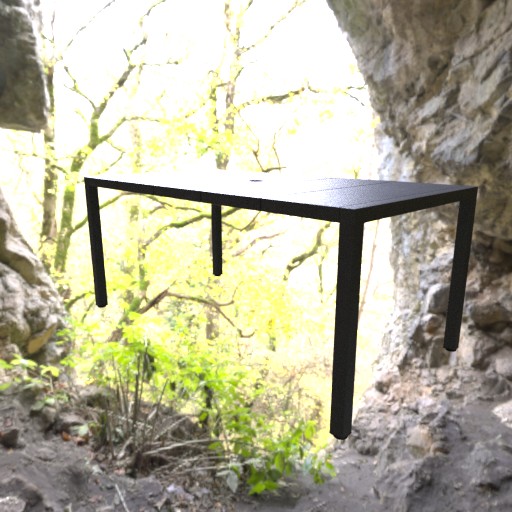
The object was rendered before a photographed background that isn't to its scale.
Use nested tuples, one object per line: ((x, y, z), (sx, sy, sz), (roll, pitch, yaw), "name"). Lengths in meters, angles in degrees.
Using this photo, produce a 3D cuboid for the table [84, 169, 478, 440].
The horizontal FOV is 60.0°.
((0.000, 0.000, 2.179), (0.914, 0.735, 1.680), (-14, 20, -43), "table")
